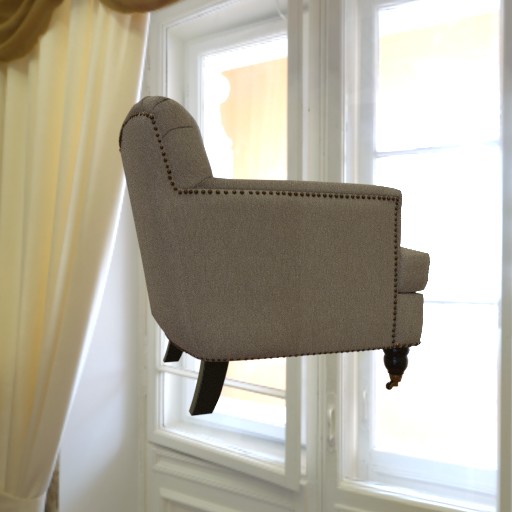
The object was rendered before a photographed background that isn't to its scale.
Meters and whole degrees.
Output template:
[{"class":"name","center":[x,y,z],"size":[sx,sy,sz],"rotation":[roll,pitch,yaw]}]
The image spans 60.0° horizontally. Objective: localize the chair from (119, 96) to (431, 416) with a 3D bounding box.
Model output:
[{"class":"chair","center":[0.000,0.000,1.529],"size":[0.902,0.823,0.737],"rotation":[0,1,-19]}]
